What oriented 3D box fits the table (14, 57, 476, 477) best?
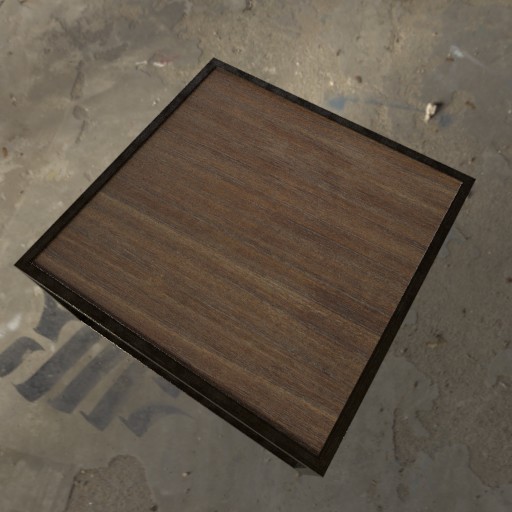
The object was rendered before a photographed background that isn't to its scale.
[{"bbox_3d":[0.000,0.000,1.401,0.909,0.451,0.899,30,68,13],"label":"table"}]
